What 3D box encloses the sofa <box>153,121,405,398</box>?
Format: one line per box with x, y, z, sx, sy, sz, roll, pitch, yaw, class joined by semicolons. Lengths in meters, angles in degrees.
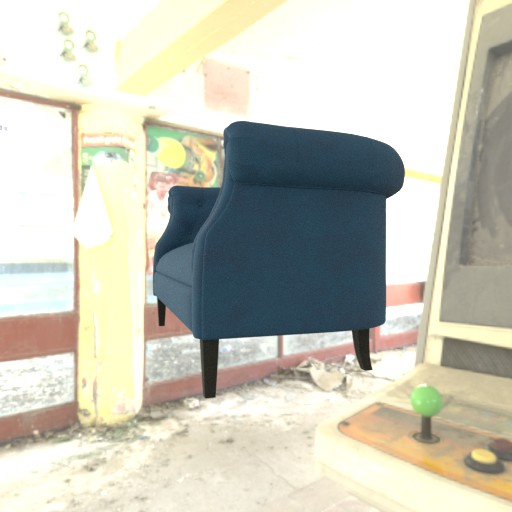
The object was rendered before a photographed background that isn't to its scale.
0.000;0.000;2.070;0.835;0.827;1.558;0;1;-18;sofa
